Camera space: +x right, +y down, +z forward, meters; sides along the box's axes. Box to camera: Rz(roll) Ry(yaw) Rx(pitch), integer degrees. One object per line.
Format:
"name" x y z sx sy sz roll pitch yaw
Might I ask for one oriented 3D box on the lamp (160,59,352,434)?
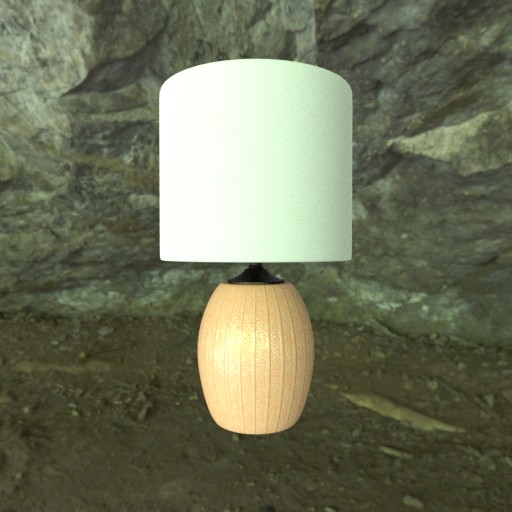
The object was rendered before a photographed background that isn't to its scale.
"lamp" 0.000 0.000 0.777 0.329 0.570 0.329 0 1 0
